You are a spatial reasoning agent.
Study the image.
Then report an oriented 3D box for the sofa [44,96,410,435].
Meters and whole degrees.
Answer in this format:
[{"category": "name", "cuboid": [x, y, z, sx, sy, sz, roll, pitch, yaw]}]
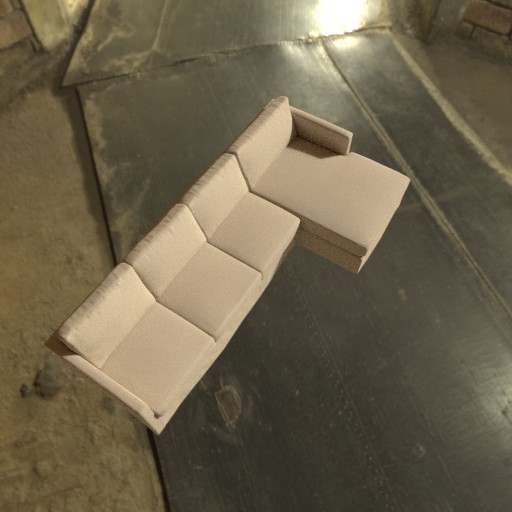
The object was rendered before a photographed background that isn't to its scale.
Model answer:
[{"category": "sofa", "cuboid": [0.000, 0.000, 3.882, 1.622, 0.871, 3.206, 29, 63, 16]}]
